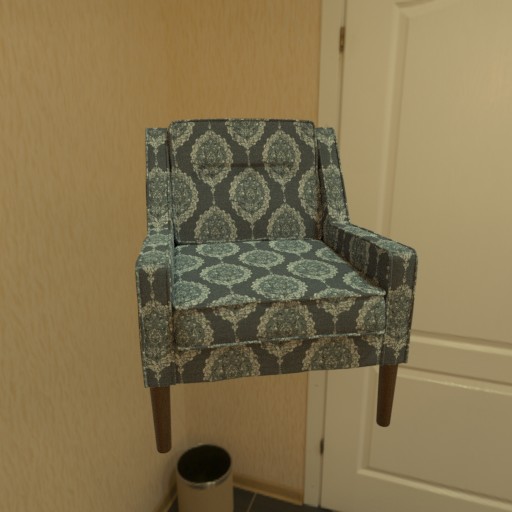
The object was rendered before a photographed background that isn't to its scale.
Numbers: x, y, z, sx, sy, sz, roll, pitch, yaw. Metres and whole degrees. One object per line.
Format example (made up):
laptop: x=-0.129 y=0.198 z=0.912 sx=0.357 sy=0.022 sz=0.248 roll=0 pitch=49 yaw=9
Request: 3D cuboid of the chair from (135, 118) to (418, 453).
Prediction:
chair: x=0.000 y=0.000 z=1.329 sx=0.663 sy=0.792 sz=0.743 roll=-3 pitch=17 yaw=-9
